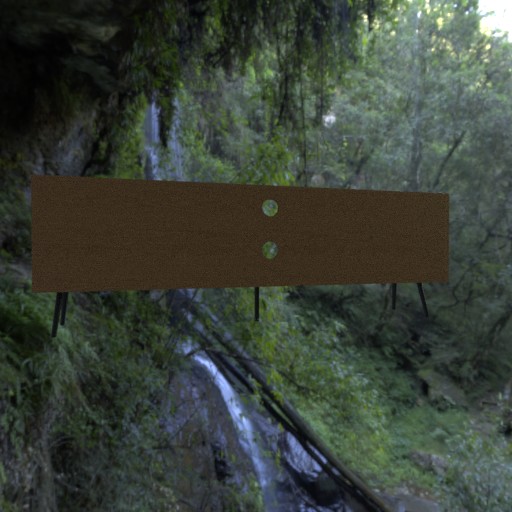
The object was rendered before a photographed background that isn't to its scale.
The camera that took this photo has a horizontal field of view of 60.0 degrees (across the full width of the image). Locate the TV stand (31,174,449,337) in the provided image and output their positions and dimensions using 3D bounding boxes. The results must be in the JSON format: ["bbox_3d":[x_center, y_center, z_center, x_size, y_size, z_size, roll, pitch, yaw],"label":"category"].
[{"bbox_3d":[0.000,0.000,1.995,1.760,0.580,0.400,0,1,-17],"label":"TV stand"}]
